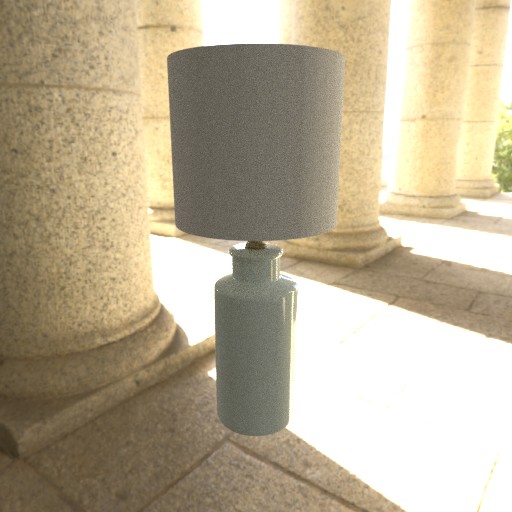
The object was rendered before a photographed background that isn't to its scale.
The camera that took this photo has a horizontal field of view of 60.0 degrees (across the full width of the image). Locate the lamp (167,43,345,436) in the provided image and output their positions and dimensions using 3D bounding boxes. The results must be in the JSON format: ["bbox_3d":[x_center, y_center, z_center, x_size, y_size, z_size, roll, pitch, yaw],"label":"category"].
[{"bbox_3d":[0.000,0.000,0.603,0.212,0.493,0.212,2,16,8],"label":"lamp"}]
